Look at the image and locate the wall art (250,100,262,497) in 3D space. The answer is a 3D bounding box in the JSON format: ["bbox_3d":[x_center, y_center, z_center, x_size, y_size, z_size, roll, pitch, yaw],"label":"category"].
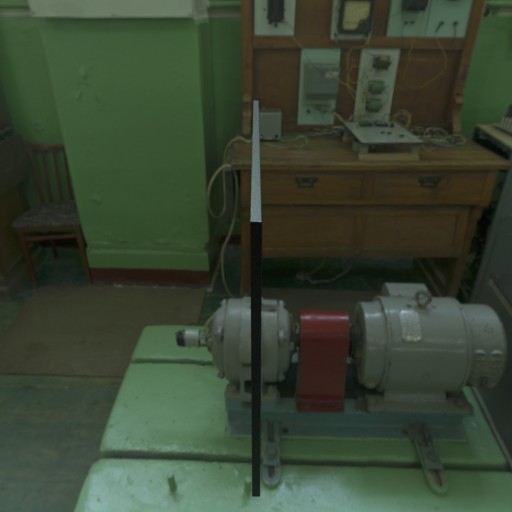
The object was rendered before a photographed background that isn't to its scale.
[{"bbox_3d":[0.000,0.000,1.033,0.015,0.552,0.819,0,29,0],"label":"wall art"}]
